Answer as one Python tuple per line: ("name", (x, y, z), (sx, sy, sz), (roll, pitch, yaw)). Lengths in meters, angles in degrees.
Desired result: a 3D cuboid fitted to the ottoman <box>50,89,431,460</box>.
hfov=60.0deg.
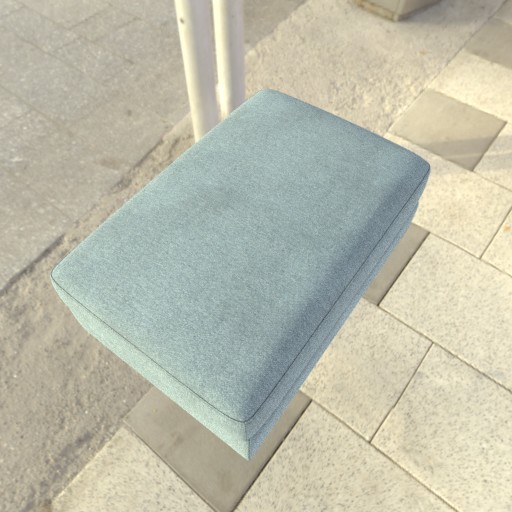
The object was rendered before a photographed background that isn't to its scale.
("ottoman", (0.000, 0.000, 1.227), (0.584, 0.483, 0.864), (31, 62, 19))
